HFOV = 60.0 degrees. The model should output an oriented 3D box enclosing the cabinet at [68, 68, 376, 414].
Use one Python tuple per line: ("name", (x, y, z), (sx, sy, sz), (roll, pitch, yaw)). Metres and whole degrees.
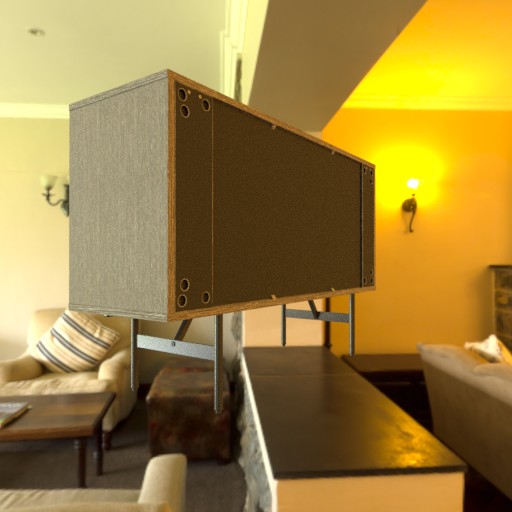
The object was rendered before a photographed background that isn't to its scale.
("cabinet", (0.000, 0.000, 1.537), (0.405, 0.787, 1.194), (0, 0, 36))
